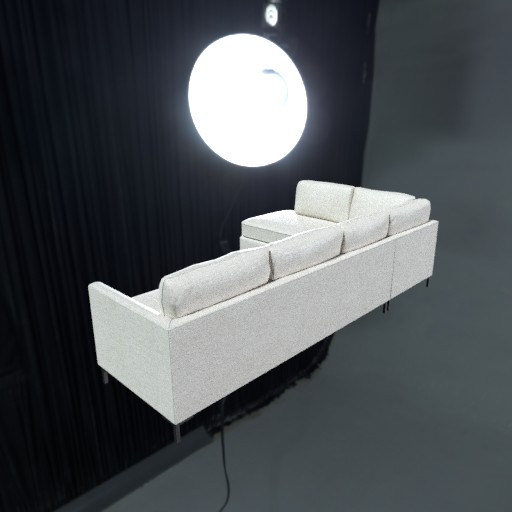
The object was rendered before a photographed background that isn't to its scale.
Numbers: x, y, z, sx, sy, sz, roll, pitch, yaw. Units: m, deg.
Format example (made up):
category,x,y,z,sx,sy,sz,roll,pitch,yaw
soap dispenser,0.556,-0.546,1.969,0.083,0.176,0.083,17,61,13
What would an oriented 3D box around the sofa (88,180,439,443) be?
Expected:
category,x,y,z,sx,sy,sz,roll,pitch,yaw
sofa,0.000,0.000,4.184,2.048,0.996,3.384,17,24,42
